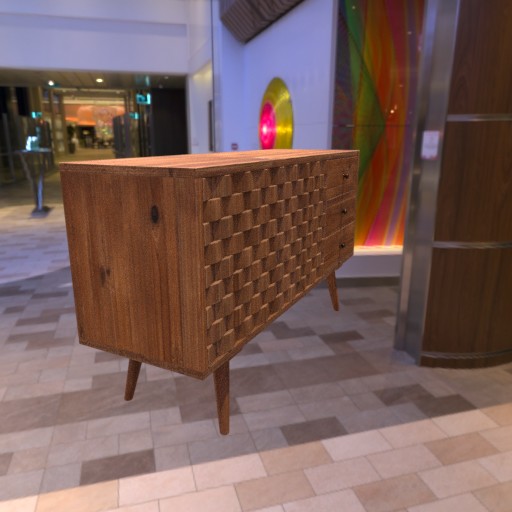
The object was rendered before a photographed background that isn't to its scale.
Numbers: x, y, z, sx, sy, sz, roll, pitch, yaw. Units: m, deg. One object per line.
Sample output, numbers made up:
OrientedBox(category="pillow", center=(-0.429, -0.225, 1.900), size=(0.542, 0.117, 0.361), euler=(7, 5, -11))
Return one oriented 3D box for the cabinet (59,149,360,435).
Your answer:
OrientedBox(category="cabinet", center=(0.000, 0.000, 1.794), size=(0.472, 0.800, 1.400), euler=(8, 17, 27))
